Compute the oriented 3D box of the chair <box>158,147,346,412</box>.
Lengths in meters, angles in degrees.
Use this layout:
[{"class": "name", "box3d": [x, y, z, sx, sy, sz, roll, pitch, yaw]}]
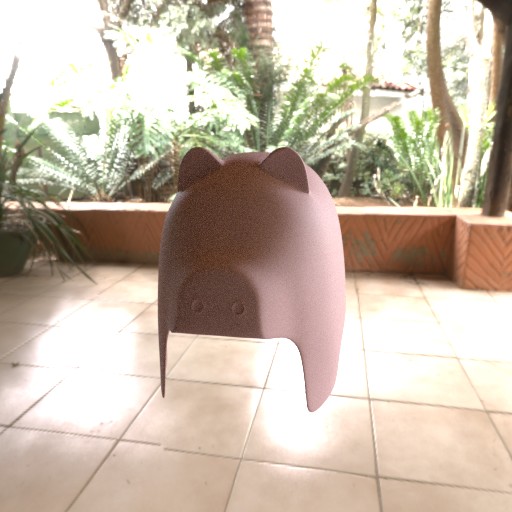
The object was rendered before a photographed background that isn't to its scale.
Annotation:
[{"class": "chair", "box3d": [0.000, 0.000, 0.879, 0.364, 0.423, 0.619, 2, 15, 9]}]
